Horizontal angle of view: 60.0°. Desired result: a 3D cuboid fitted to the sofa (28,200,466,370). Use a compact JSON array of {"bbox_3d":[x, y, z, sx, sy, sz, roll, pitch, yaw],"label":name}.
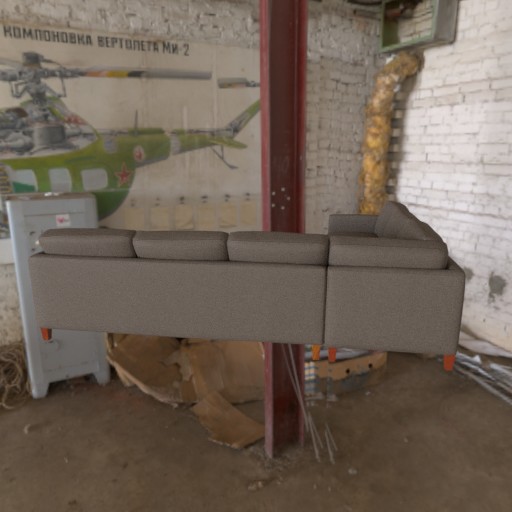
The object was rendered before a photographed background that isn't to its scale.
[{"bbox_3d":[0.000,0.000,4.490,3.302,0.947,2.593,2,14,9],"label":"sofa"}]
